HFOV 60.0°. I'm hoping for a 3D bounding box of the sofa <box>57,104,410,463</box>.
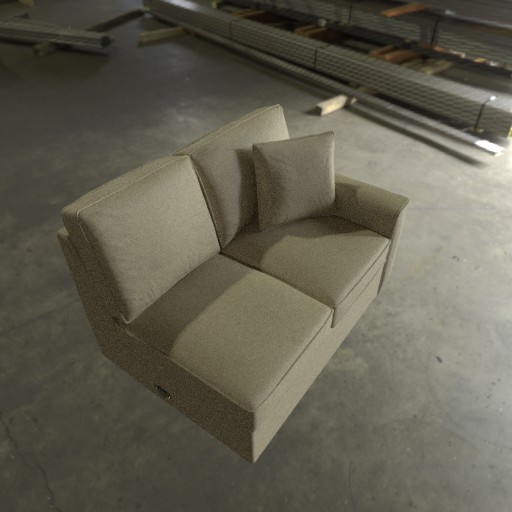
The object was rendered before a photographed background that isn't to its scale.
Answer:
[{"bbox_3d":[0.000,0.000,2.148,0.991,0.989,1.388,25,47,27],"label":"sofa"}]
